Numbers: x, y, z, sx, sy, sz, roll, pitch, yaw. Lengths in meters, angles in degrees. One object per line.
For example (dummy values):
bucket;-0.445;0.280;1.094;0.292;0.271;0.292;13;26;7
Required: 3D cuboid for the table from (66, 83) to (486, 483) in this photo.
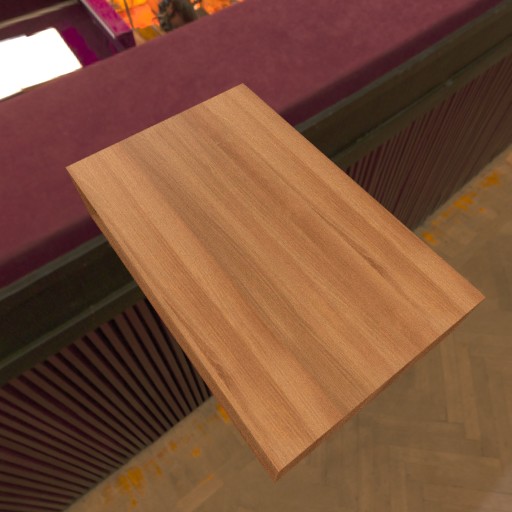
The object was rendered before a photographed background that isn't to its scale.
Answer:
table;0.000;0.000;1.436;0.700;0.330;1.100;-32;64;-18
